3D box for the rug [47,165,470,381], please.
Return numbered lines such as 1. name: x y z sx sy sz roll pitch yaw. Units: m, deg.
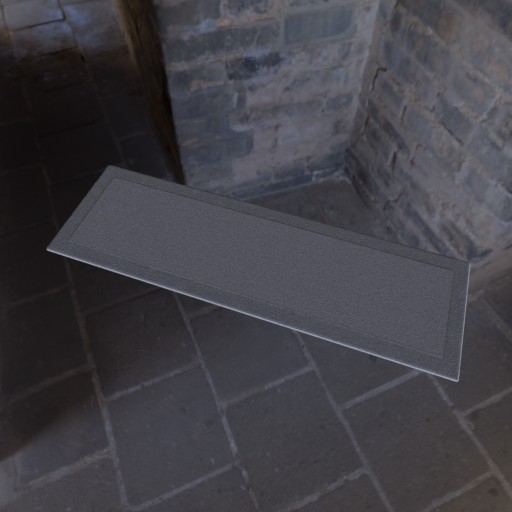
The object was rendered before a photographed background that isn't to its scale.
1. rug: 0.000 0.000 2.655 2.430 0.012 0.759 16 58 11
